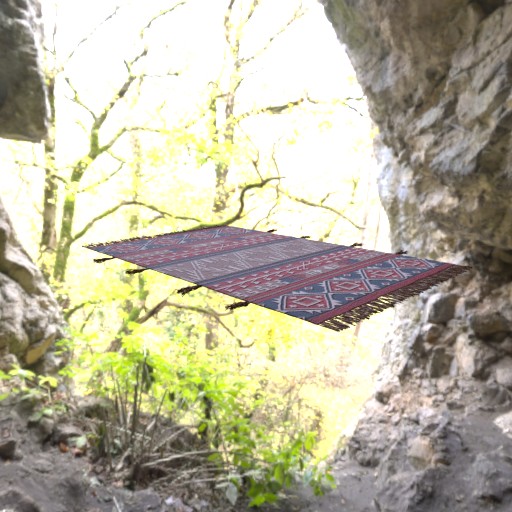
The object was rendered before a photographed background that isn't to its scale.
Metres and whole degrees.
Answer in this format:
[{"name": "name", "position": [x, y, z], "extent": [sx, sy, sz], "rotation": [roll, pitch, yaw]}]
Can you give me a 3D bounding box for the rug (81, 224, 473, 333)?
[{"name": "rug", "position": [0.000, 0.000, 2.602], "extent": [1.469, 0.040, 2.025], "rotation": [-13, 18, -43]}]
